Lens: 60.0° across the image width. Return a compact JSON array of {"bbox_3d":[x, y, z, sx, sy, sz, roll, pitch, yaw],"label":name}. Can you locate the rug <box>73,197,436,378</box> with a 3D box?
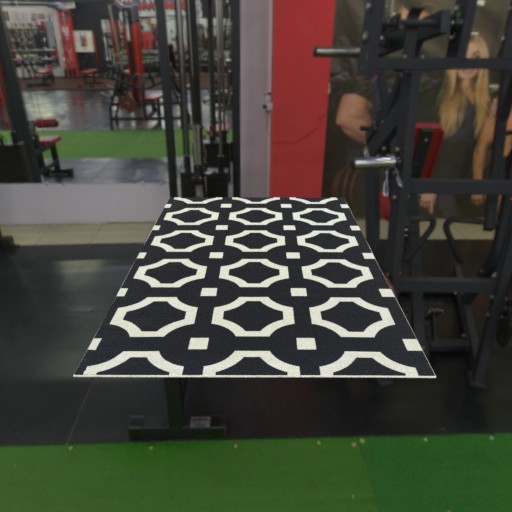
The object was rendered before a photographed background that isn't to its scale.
[{"bbox_3d":[0.000,0.000,2.913,1.555,0.016,2.286,0,27,0],"label":"rug"}]
